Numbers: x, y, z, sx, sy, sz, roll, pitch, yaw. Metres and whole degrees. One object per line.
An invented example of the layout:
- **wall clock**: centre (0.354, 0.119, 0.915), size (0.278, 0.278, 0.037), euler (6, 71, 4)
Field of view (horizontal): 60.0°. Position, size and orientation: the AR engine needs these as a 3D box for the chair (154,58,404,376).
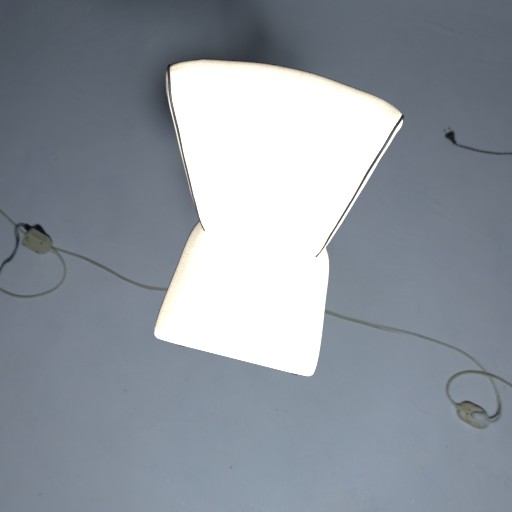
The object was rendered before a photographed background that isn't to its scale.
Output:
- **chair**: centre (0.000, 0.000, 1.341), size (0.522, 0.997, 0.623), euler (13, 77, 3)
